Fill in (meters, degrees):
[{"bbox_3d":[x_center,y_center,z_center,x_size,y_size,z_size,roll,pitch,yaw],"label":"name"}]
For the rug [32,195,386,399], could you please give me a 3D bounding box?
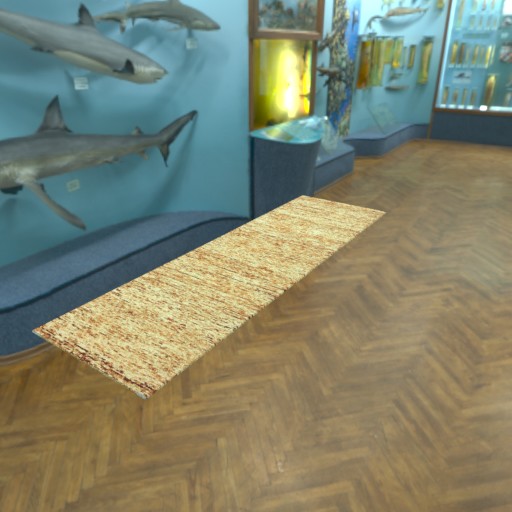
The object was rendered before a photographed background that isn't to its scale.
[{"bbox_3d":[0.000,0.000,2.467,0.680,0.014,2.237,17,30,31],"label":"rug"}]
